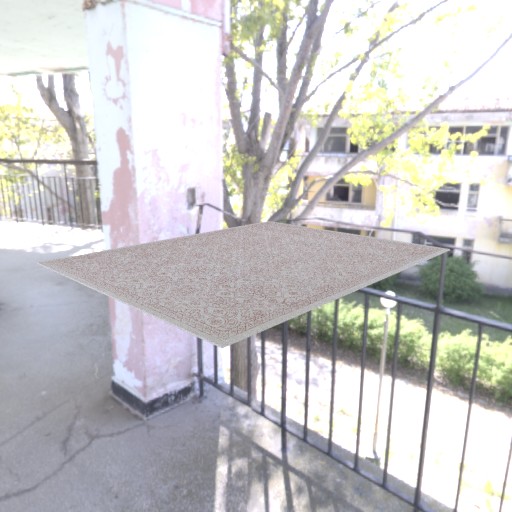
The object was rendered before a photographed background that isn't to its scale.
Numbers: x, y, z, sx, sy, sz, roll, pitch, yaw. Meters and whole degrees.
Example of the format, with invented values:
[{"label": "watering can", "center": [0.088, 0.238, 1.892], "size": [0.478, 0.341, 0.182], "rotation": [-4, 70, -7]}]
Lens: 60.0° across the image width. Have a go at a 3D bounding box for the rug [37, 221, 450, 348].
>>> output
[{"label": "rug", "center": [0.000, 0.000, 4.161], "size": [2.441, 0.015, 3.050], "rotation": [13, 19, 42]}]
